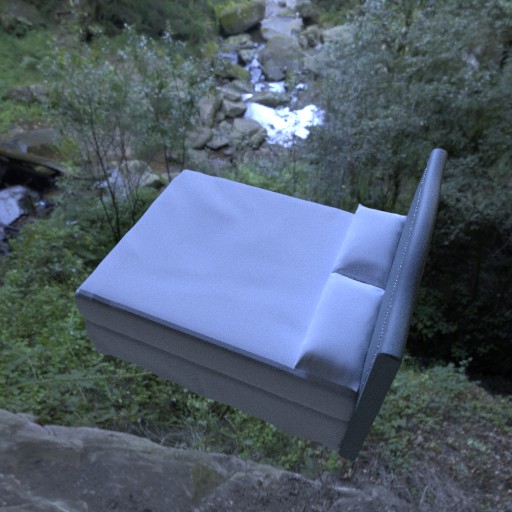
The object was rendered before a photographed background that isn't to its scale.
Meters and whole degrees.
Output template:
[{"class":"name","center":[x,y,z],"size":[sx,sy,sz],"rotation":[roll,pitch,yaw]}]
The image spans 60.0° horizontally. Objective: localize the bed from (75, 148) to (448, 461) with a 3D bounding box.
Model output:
[{"class":"bed","center":[0.000,0.000,3.216],"size":[2.143,1.460,1.753],"rotation":[17,49,15]}]
